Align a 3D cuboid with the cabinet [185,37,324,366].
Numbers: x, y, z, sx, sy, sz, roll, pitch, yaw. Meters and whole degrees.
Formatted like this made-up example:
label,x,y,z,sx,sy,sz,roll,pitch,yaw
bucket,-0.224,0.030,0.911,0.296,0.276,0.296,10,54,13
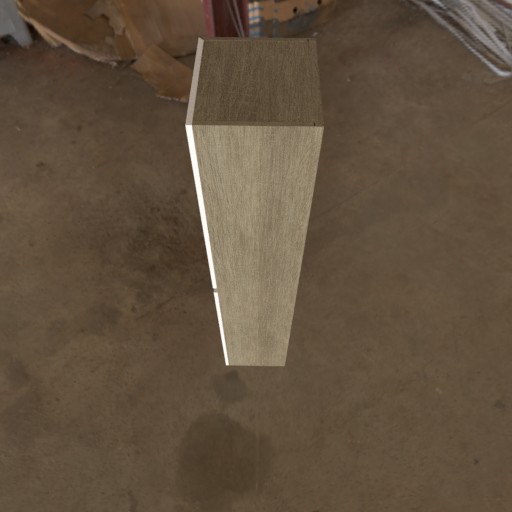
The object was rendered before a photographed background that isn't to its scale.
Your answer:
label,x,y,z,sx,sy,sz,roll,pitch,yaw
cabinet,0.000,0.000,1.532,0.270,1.400,0.300,1,57,1
